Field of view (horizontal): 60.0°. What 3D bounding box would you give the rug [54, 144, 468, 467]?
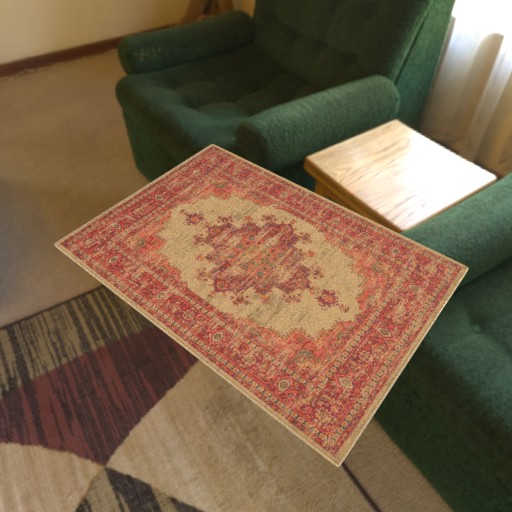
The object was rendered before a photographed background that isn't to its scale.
[{"bbox_3d":[0.000,0.000,2.889,2.232,0.011,1.555,31,54,26],"label":"rug"}]
